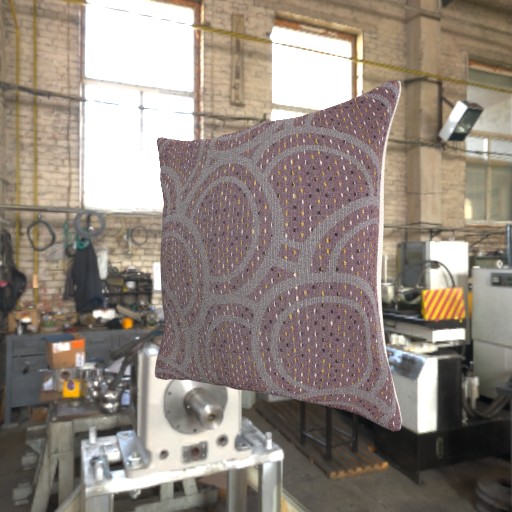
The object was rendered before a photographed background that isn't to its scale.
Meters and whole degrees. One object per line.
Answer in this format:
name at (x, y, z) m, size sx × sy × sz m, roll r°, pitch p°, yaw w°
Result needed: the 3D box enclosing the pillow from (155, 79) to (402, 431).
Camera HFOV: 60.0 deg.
pillow at (0.000, 0.000, 0.791) m, size 0.514 × 0.513 × 0.163 m, roll -1°, pitch -1°, yaw 35°
